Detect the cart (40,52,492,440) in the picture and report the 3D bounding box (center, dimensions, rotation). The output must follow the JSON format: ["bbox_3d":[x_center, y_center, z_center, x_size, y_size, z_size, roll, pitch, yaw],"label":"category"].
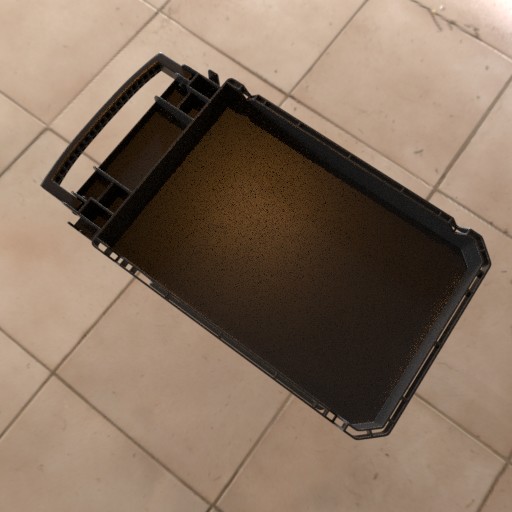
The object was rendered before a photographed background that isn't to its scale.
[{"bbox_3d":[0.000,0.000,1.709,1.239,0.884,0.674,35,79,8],"label":"cart"}]
